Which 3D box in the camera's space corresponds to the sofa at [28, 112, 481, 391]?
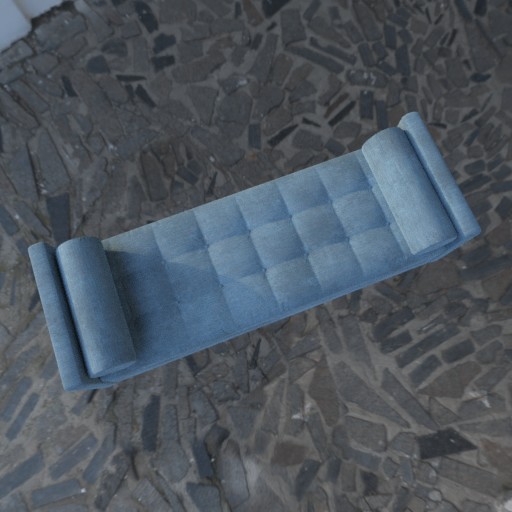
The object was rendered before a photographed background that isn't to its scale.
[{"bbox_3d":[0.000,0.000,2.315,1.981,0.635,0.686,-20,76,-5],"label":"sofa"}]
